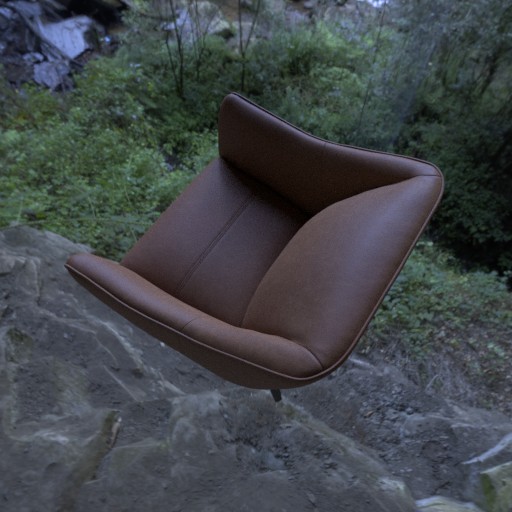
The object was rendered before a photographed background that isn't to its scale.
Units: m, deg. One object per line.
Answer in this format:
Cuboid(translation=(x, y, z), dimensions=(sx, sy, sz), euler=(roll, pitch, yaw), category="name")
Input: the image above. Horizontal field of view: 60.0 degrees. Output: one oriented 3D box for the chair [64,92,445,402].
Cuboid(translation=(0.000, 0.000, 1.537), dimensions=(0.852, 0.830, 0.871), euler=(31, 68, 14), category="chair")
